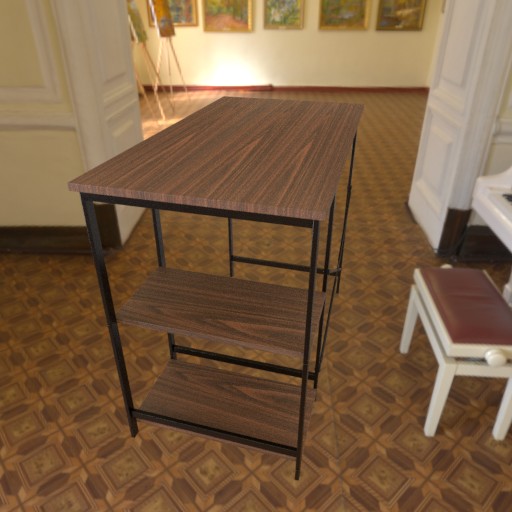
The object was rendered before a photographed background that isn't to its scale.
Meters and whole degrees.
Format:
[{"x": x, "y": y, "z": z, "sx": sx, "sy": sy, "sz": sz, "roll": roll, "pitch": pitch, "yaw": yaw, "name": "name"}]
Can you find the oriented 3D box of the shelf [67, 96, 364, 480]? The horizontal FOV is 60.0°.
[{"x": 0.000, "y": 0.000, "z": 1.354, "sx": 0.498, "sy": 0.750, "sz": 0.902, "roll": 8, "pitch": 31, "yaw": 14, "name": "shelf"}]
